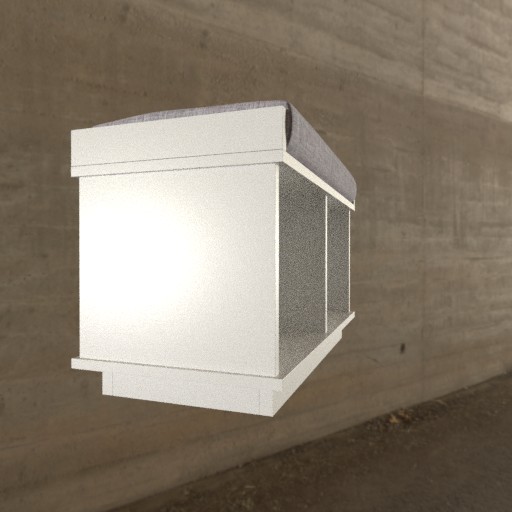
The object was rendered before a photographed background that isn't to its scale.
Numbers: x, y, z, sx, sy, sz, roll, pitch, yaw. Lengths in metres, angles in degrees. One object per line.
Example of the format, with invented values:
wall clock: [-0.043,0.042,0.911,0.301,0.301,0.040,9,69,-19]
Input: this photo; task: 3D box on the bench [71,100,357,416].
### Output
bench: [0.000,0.000,0.990,0.362,0.461,0.734,0,0,20]
